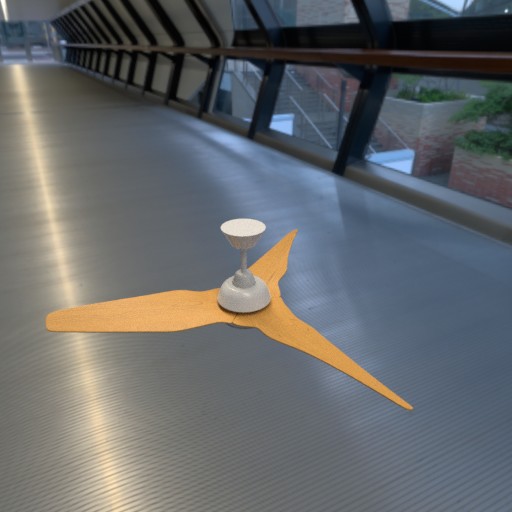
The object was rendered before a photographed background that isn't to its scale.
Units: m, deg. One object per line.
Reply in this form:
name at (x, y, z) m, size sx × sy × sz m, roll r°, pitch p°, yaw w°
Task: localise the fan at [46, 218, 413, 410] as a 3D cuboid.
fan at (0.000, 0.000, 1.628) m, size 1.142 × 0.355 × 1.010 m, roll 8°, pitch 28°, yaw 16°
